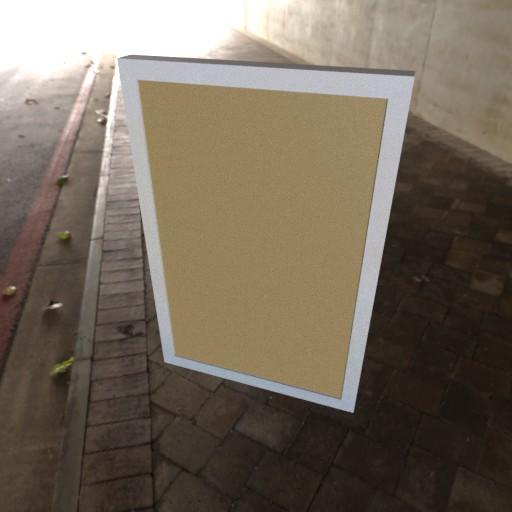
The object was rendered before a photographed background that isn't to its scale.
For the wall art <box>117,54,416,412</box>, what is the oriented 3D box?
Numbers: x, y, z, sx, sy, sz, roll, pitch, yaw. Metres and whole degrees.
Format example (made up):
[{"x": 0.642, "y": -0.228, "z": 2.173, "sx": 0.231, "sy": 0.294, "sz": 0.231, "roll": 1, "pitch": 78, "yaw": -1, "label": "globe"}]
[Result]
[{"x": 0.000, "y": 0.000, "z": 0.758, "sx": 0.408, "sy": 0.611, "sz": 0.038, "roll": 10, "pitch": 34, "yaw": 16, "label": "wall art"}]
